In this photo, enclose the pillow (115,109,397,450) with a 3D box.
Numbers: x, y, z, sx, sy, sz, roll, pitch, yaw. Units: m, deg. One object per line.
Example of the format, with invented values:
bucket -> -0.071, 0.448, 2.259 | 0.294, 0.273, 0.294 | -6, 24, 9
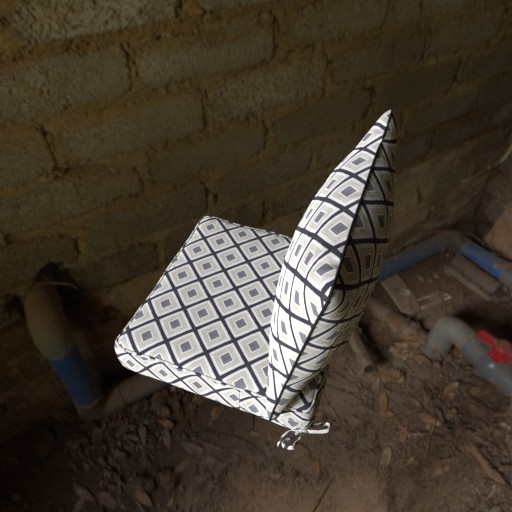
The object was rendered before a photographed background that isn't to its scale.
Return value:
pillow -> 0.000, 0.000, 1.364 | 0.733, 0.722, 0.798 | 15, 48, 14
